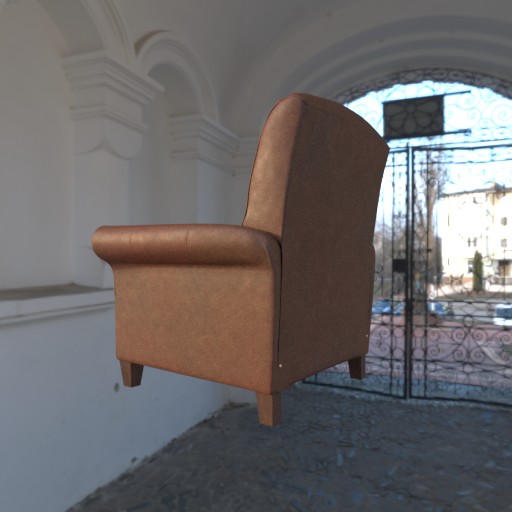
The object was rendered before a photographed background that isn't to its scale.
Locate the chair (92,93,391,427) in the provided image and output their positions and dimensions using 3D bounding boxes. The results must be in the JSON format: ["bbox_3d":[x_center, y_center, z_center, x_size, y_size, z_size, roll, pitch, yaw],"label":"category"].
[{"bbox_3d":[0.000,0.000,1.851,0.902,1.061,0.978,0,0,37],"label":"chair"}]
